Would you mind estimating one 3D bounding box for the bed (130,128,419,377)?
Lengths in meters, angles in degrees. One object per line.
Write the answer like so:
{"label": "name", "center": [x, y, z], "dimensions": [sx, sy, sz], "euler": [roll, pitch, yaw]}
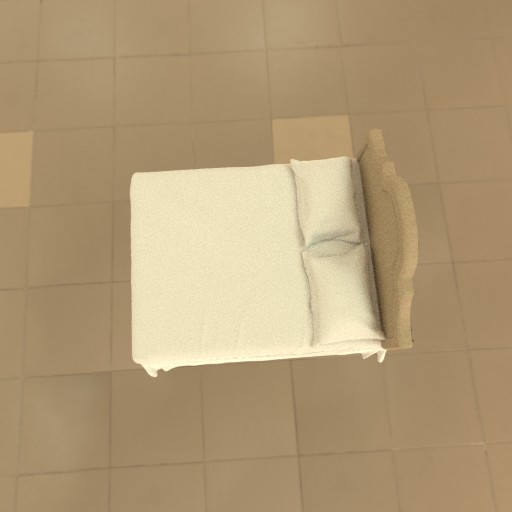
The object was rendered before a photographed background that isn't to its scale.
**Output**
{"label": "bed", "center": [0.000, 0.000, 3.475], "dimensions": [2.222, 1.634, 1.780], "euler": [-4, 77, -1]}
